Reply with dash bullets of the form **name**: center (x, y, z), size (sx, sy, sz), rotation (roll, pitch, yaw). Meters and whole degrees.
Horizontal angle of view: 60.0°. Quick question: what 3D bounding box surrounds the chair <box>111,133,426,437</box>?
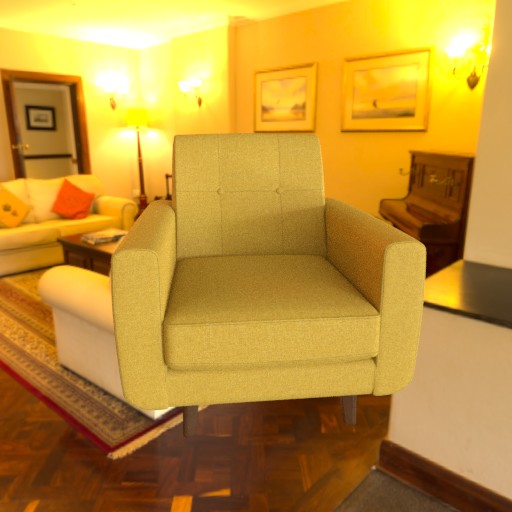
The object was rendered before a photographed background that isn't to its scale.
- **chair**: center (0.000, 0.000, 1.566), size (0.831, 0.841, 0.909), rotation (-2, 15, -6)
